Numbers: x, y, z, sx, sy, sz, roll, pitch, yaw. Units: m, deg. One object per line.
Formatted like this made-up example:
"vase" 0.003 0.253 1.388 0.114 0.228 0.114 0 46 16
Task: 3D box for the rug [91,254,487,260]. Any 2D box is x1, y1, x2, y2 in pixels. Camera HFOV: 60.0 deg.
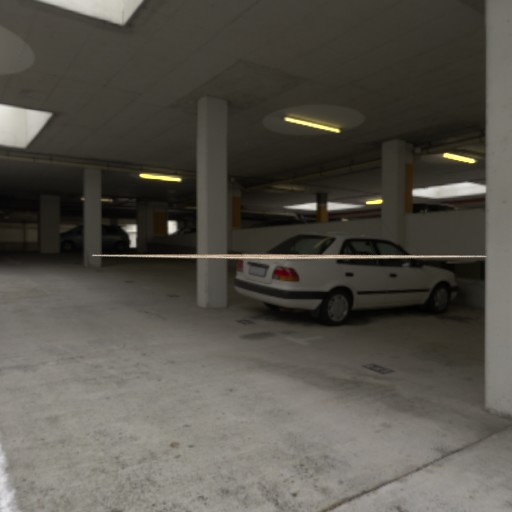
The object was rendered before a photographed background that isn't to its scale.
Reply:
"rug" 0.000 0.000 2.942 1.522 0.008 2.284 0 1 -36
